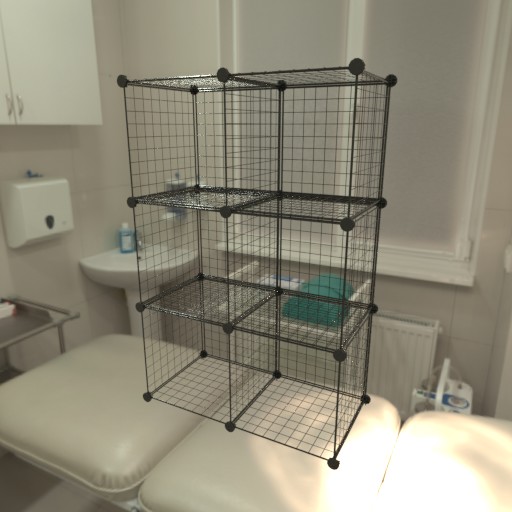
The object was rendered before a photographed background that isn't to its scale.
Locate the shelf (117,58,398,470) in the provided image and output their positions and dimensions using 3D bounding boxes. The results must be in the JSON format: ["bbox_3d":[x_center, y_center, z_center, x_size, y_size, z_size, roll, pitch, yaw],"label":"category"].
[{"bbox_3d":[0.000,0.000,1.401,0.711,1.067,0.356,9,18,27],"label":"shelf"}]
